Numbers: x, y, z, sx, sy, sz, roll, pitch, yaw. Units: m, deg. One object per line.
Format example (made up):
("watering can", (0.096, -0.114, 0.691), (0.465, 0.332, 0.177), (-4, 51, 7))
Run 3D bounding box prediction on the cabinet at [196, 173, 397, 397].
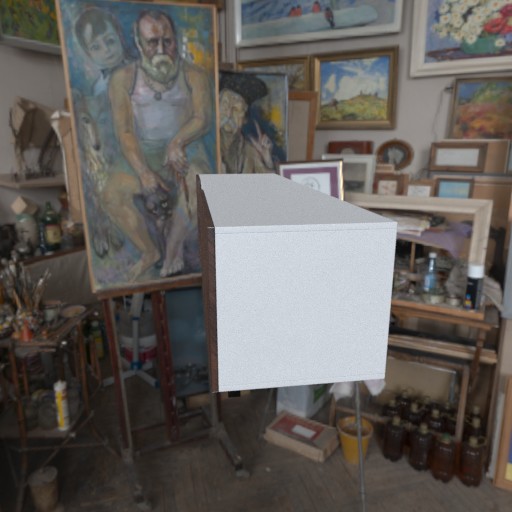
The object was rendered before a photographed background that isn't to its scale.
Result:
("cabinet", (0.000, 0.000, 1.763), (0.431, 0.533, 1.499), (-2, 15, -8))
